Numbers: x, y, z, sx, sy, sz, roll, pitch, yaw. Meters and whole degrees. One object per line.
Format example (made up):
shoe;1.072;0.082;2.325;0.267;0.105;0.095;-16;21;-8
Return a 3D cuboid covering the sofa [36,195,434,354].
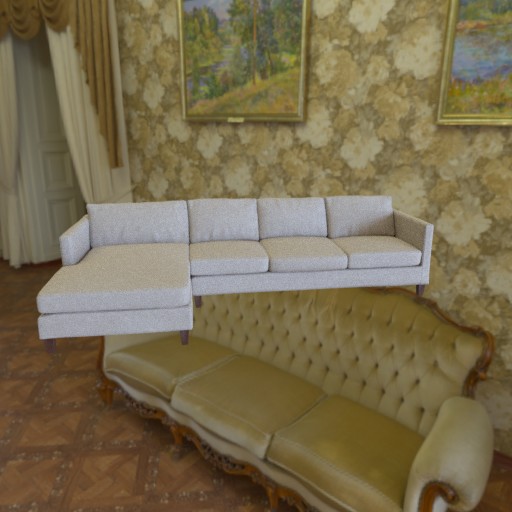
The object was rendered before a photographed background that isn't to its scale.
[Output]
sofa;0.000;0.000;3.882;3.186;0.846;1.625;-2;16;-8
